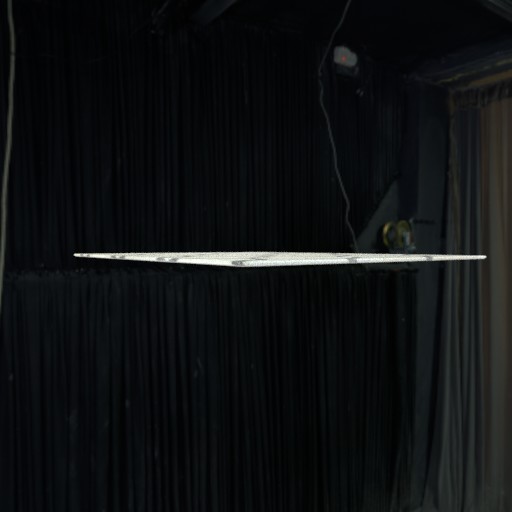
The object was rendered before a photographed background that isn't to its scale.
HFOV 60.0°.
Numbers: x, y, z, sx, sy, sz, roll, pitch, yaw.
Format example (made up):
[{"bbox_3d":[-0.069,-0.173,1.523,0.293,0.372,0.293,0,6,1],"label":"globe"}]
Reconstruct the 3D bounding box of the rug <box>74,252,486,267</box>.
[{"bbox_3d":[0.000,0.000,4.029,2.399,0.026,3.000,-1,2,-37],"label":"rug"}]
